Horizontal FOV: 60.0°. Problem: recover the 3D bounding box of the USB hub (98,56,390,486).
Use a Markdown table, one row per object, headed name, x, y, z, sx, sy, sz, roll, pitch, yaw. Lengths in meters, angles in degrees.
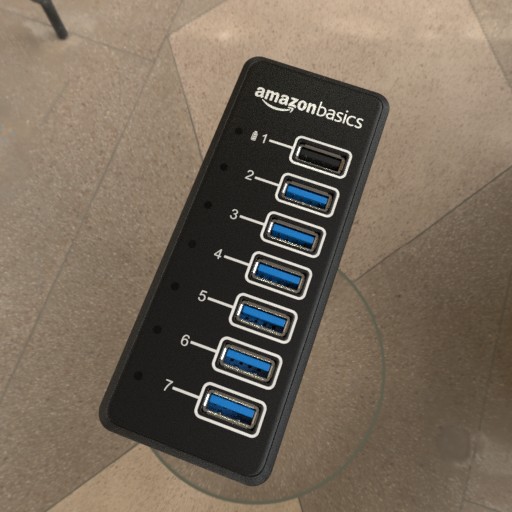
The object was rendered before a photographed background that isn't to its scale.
| name | x | y | z | sx | sy | sz | roll | pitch | yaw |
| --- | --- | --- | --- | --- | --- | --- | --- | --- | --- |
| USB hub | 0.000 | 0.000 | 0.127 | 0.044 | 0.023 | 0.110 | 19 | 77 | 5 |
